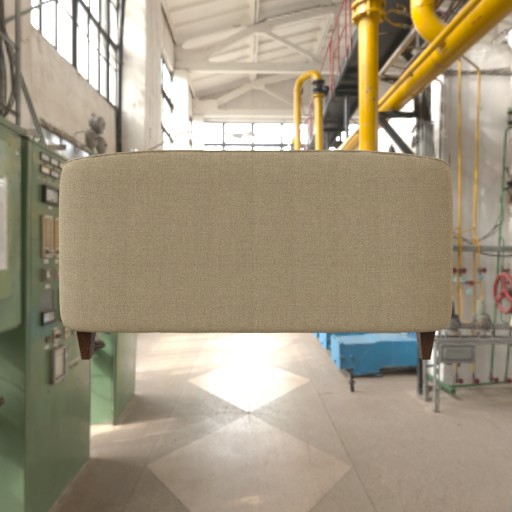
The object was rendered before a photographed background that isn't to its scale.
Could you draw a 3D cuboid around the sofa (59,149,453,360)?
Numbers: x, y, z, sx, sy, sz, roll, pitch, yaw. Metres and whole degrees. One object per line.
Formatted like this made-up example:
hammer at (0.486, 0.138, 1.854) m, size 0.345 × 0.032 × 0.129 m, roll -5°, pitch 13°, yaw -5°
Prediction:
sofa at (0.000, 0.000, 2.204) m, size 1.733 × 0.855 × 0.941 m, roll 0°, pitch 1°, yaw 0°
